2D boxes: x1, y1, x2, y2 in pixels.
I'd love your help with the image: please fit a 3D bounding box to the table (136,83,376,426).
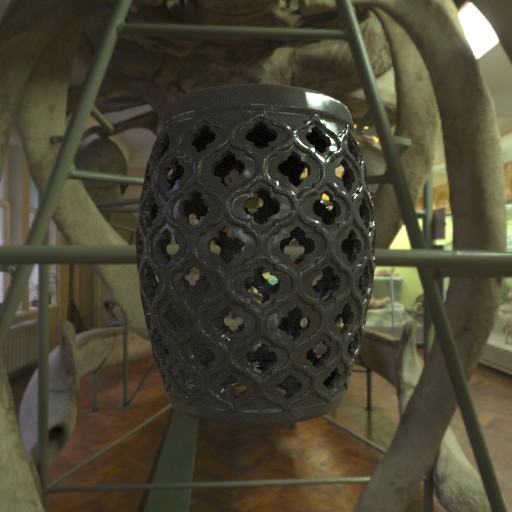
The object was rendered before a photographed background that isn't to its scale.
[{"bbox_3d":[0.000,0.000,0.621,0.325,0.388,0.325,0,0,0],"label":"table"}]
